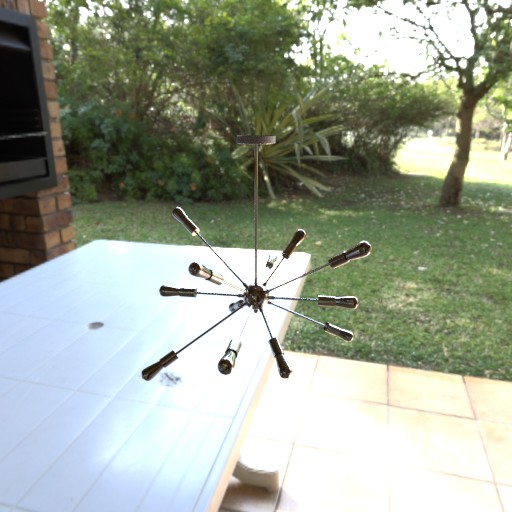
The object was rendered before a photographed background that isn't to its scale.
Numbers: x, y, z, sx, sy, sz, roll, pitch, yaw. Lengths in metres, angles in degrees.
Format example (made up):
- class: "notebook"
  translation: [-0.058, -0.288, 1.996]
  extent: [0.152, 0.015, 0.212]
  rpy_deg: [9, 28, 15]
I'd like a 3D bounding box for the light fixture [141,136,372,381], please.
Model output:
- class: "light fixture"
  translation: [0.000, 0.000, 1.065]
  extent: [0.509, 0.558, 0.684]
  rpy_deg: [3, 17, 9]
